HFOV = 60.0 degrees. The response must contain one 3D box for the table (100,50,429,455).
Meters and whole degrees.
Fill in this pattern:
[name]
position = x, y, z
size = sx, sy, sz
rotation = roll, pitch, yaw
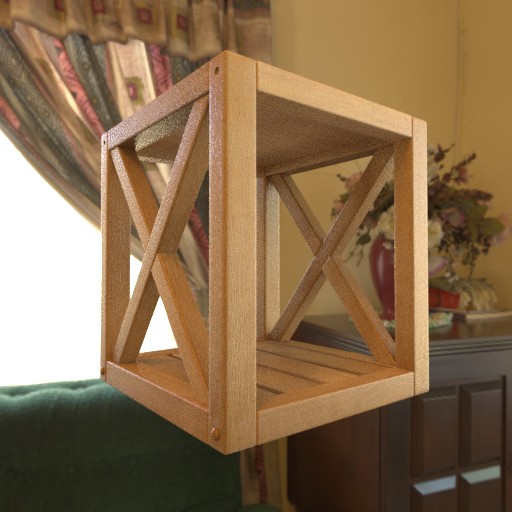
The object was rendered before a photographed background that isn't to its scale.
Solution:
[table]
position = 0.000, 0.000, 1.049
size = 0.558, 0.610, 0.559
rotation = 1, -2, -38
